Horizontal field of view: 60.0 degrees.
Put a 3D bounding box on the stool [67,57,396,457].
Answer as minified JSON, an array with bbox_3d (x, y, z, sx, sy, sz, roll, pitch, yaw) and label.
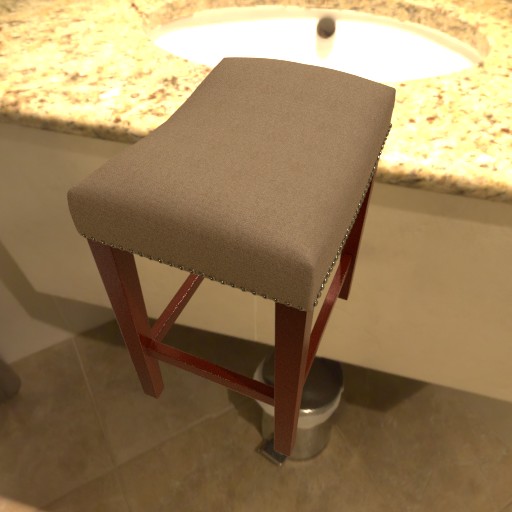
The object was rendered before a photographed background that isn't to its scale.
[{"bbox_3d":[0.000,0.000,0.924,0.375,0.632,0.509,17,49,16],"label":"stool"}]
